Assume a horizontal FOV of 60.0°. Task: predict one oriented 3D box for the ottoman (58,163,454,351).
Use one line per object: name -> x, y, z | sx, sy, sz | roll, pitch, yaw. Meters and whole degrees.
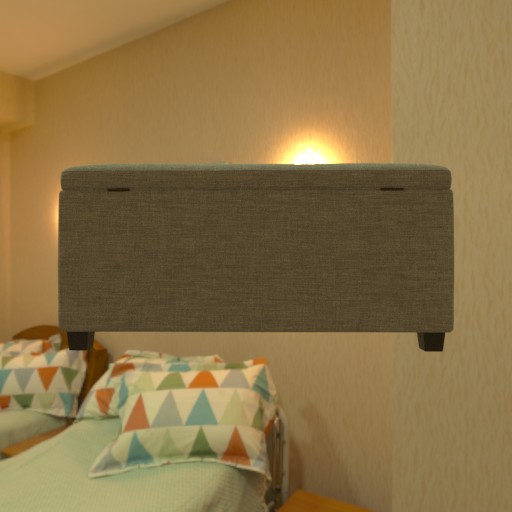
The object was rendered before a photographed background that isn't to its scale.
ottoman -> 0.000, 0.000, 1.177 | 0.902, 0.432, 0.419 | 0, -1, 1
